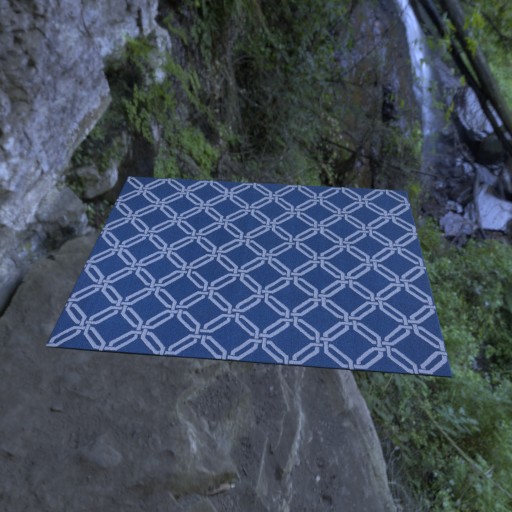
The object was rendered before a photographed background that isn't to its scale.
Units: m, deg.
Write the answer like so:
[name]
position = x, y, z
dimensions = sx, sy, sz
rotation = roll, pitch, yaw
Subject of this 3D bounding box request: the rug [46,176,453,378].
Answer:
[rug]
position = 0.000, 0.000, 4.463
dimensions = 3.342, 0.018, 2.432
rotation = 3, 46, 3
